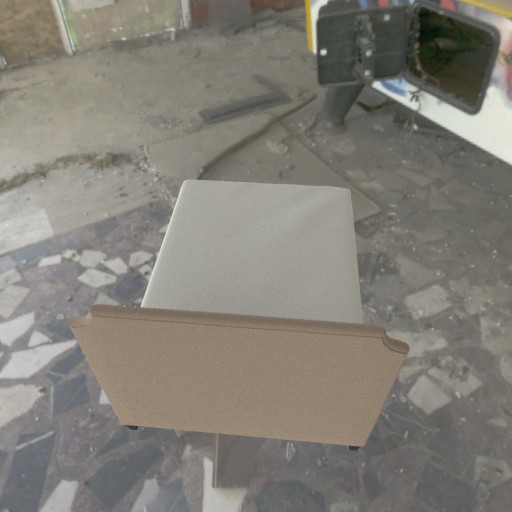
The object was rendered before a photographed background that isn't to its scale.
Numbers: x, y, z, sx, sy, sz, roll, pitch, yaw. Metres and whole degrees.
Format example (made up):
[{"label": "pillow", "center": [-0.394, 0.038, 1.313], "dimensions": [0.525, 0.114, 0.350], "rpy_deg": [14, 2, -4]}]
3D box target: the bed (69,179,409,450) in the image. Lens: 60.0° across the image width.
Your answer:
[{"label": "bed", "center": [0.000, 0.000, 3.421], "dimensions": [1.713, 1.443, 2.372], "rpy_deg": [4, 46, 4]}]
